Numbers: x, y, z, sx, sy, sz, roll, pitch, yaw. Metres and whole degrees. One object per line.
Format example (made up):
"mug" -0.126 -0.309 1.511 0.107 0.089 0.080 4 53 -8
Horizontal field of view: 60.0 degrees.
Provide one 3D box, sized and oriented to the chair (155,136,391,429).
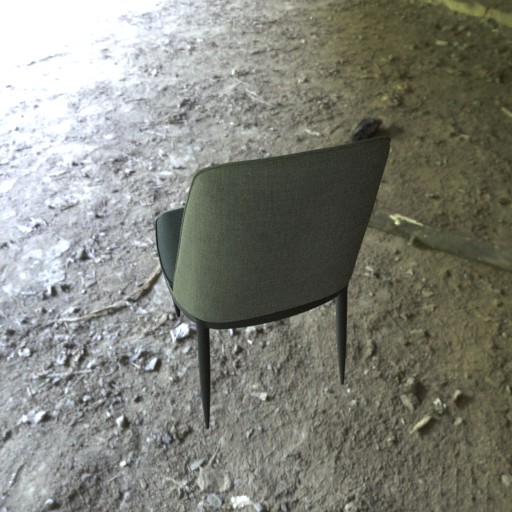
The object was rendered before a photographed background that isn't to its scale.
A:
"chair" 0.000 0.000 1.169 0.488 0.855 0.550 -13 42 -15
